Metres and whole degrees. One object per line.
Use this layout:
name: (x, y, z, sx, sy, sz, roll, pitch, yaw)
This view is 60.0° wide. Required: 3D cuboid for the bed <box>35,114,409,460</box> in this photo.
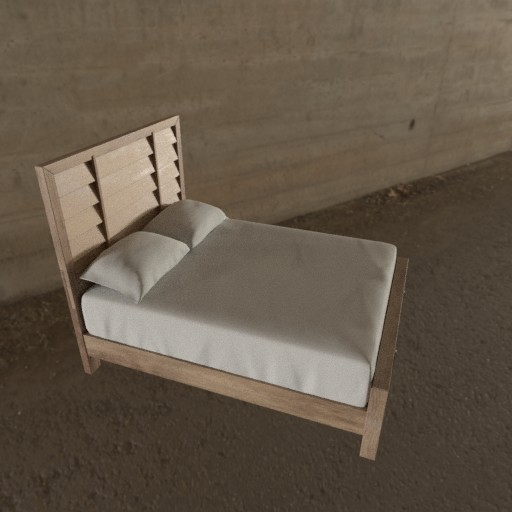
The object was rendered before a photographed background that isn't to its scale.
bed: (0.000, 0.000, 3.340, 2.197, 1.626, 1.626, 10, 30, 18)
